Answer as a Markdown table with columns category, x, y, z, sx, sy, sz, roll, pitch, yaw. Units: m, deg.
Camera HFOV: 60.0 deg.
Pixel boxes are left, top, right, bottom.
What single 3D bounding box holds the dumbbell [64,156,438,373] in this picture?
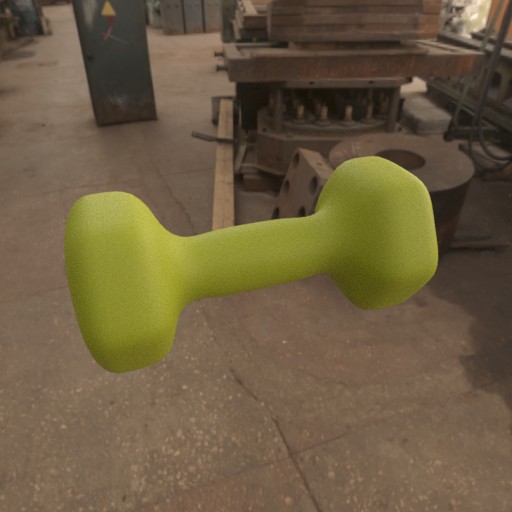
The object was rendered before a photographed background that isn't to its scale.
| category | x | y | z | sx | sy | sz | roll | pitch | yaw |
| --- | --- | --- | --- | --- | --- | --- | --- | --- | --- |
| dumbbell | 0.000 | 0.000 | 0.210 | 0.164 | 0.072 | 0.080 | -11 | 34 | -16 |
